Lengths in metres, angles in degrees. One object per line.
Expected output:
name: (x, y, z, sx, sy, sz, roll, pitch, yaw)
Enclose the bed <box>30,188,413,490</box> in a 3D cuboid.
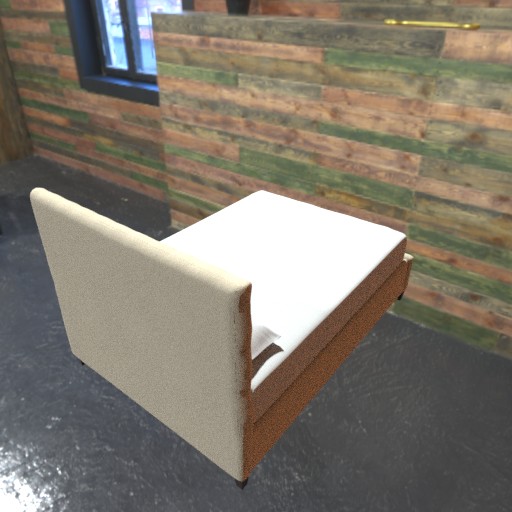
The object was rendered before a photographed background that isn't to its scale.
bed: (0.000, 0.000, 3.395, 1.698, 1.427, 2.387, 22, 38, 32)
